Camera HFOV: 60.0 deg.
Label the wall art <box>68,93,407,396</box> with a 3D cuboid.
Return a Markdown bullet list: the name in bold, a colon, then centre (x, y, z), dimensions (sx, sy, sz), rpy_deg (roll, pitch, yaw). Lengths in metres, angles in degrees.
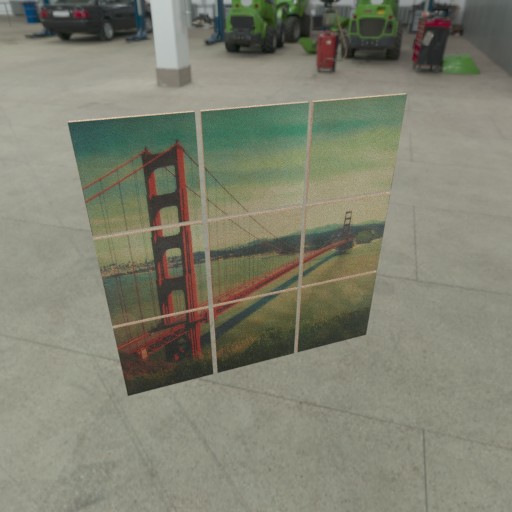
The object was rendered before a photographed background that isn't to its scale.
- **wall art**: centre (0.000, 0.000, 1.385), dimensions (0.917, 0.910, 0.012), rpy_deg (-10, 33, -16)
